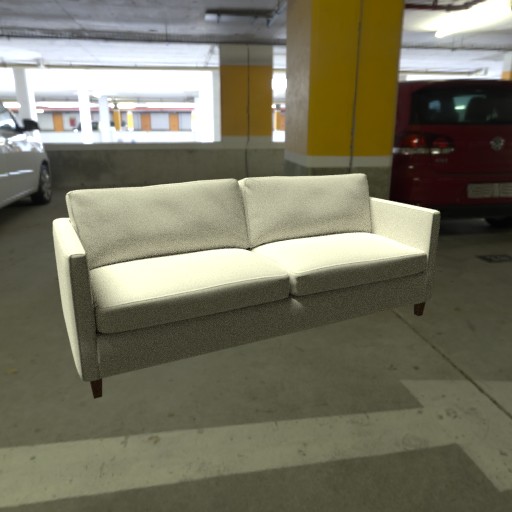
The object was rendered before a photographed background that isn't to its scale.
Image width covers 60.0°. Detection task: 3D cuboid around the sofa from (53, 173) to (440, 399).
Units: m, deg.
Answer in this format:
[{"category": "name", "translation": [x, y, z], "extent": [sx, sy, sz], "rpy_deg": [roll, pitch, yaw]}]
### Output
[{"category": "sofa", "translation": [0.000, 0.000, 2.913], "extent": [2.361, 0.962, 0.951], "rpy_deg": [-8, 18, -26]}]
